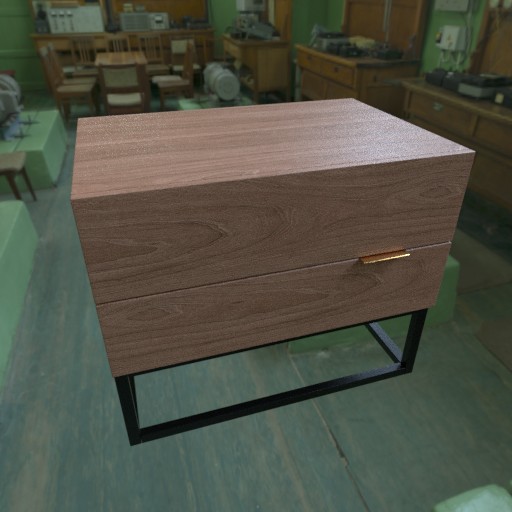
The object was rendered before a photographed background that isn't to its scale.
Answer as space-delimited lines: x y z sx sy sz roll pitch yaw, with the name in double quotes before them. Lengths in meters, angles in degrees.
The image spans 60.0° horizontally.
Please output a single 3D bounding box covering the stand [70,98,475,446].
"stand" 0.000 0.000 0.907 0.600 0.500 0.420 -9 33 -15
